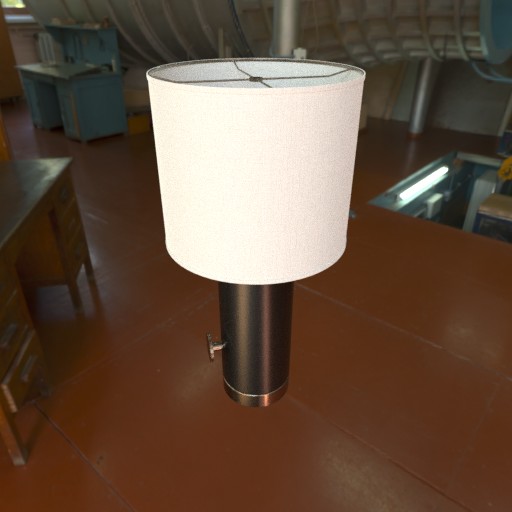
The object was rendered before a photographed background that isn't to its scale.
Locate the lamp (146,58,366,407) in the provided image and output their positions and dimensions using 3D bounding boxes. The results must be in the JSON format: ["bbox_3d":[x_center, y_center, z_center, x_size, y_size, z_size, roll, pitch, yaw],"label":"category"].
[{"bbox_3d":[0.000,0.000,0.617,0.240,0.482,0.241,-8,31,-13],"label":"lamp"}]
